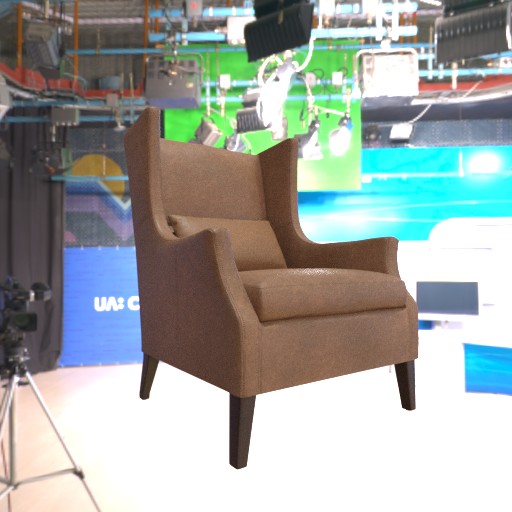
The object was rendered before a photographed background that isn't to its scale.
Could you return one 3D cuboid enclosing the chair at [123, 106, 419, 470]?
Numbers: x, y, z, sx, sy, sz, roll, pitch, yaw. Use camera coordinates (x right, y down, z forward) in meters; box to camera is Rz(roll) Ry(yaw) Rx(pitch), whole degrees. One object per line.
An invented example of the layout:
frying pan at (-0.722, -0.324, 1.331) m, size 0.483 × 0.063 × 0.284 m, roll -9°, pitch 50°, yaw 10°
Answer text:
chair at (0.000, 0.000, 1.680) m, size 0.815 × 1.088 × 0.913 m, roll 1°, pitch -1°, yaw -37°
